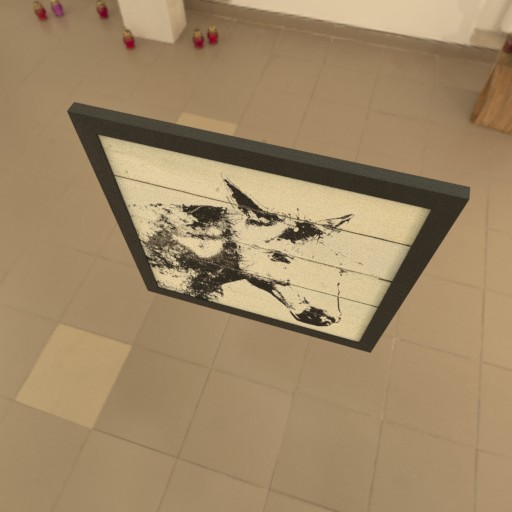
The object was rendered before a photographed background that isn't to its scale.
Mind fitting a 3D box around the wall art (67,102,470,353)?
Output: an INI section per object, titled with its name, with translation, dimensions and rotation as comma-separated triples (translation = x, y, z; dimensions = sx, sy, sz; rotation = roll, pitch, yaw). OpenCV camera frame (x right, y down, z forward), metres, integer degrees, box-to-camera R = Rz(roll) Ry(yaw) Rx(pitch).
[wall art]
translation = 0.000, 0.000, 1.516
dimensions = 1.016, 1.016, 0.038
rotation = 14, 59, 9
